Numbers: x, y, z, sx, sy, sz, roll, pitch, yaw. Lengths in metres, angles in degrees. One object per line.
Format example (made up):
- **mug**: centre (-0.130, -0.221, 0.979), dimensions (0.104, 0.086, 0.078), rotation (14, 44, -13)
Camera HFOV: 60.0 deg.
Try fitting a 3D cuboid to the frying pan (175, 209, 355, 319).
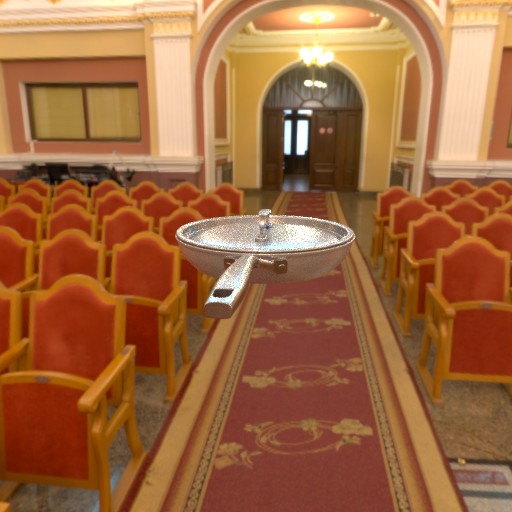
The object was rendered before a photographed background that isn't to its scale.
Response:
- **frying pan**: centre (0.000, 0.000, 0.582), dimensions (0.272, 0.086, 0.490), rotation (2, 15, 7)
